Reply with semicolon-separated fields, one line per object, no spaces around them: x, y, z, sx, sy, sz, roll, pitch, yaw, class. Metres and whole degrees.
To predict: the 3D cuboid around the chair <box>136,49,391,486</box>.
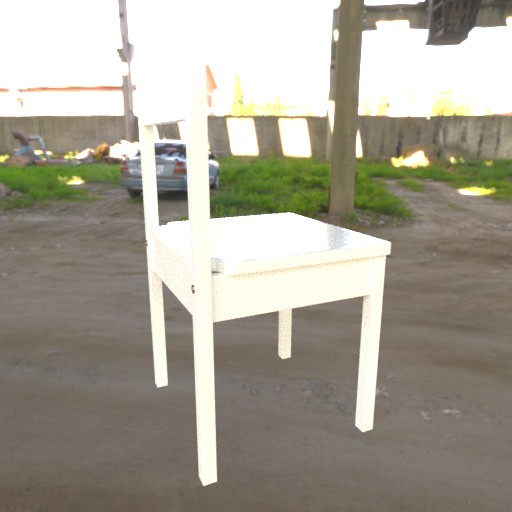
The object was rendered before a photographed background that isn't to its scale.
0.000;0.000;0.874;0.361;0.668;0.367;-7;16;-24;chair
